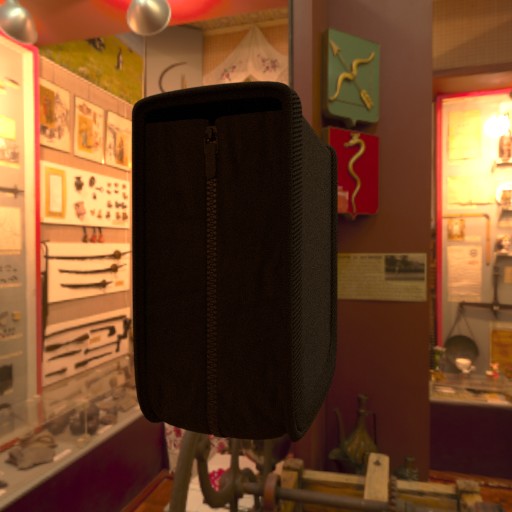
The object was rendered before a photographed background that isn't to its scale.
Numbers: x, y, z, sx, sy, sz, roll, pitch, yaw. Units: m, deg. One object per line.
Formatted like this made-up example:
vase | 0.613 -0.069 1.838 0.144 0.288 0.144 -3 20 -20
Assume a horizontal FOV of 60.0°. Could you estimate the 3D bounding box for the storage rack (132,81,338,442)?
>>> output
storage rack | 0.000 0.000 0.555 0.168 0.387 0.297 0 1 18
